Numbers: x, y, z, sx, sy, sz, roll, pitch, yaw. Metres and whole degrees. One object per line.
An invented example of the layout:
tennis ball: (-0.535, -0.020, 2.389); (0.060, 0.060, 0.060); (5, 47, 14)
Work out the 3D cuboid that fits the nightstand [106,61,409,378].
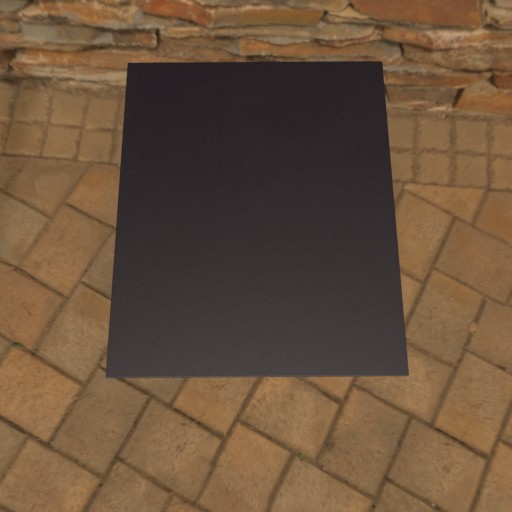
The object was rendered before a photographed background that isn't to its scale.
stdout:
nightstand: (0.000, 0.000, 0.944); (0.402, 0.623, 0.479); (0, 76, 0)
